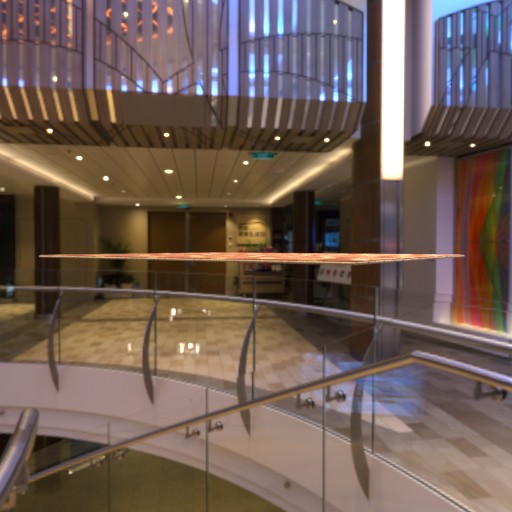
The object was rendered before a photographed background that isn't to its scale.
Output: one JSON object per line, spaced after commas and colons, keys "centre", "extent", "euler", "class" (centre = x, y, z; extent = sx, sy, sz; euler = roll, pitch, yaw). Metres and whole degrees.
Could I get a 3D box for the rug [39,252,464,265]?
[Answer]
{"centre": [0.000, 0.000, 4.076], "extent": [3.049, 0.021, 2.466], "euler": [1, 1, 37], "class": "rug"}
